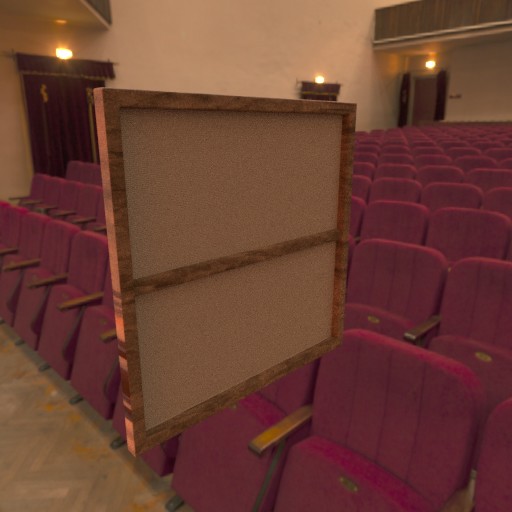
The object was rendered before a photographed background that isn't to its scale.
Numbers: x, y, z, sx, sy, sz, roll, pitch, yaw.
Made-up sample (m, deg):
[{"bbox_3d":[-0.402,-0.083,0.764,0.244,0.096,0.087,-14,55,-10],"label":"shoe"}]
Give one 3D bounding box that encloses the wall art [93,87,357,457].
[{"bbox_3d":[0.000,0.000,1.106,0.747,0.747,0.035,-15,22,-41],"label":"wall art"}]
